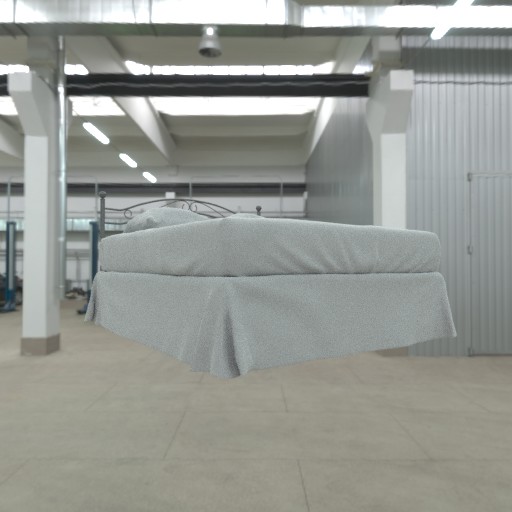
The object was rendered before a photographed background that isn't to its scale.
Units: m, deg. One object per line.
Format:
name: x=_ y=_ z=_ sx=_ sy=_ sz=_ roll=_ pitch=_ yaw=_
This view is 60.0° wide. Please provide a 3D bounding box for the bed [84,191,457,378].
bed: x=0.000 y=0.000 z=3.239 sx=1.936 sy=1.080 sz=2.215 roll=1 pitch=-1 yaw=-35
